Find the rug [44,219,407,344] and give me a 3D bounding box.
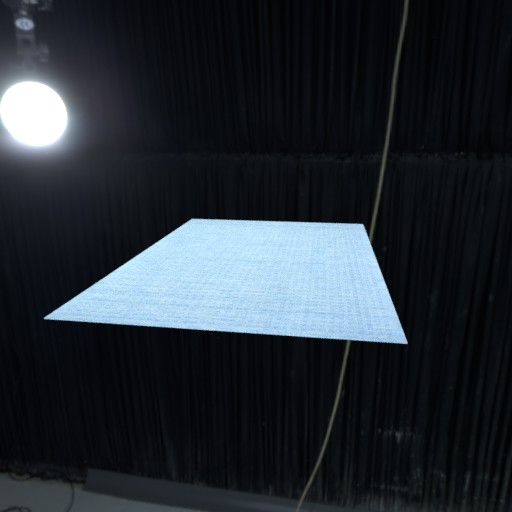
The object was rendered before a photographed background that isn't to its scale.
[{"bbox_3d":[0.000,0.000,3.739,1.982,0.006,2.895,2,16,8],"label":"rug"}]
